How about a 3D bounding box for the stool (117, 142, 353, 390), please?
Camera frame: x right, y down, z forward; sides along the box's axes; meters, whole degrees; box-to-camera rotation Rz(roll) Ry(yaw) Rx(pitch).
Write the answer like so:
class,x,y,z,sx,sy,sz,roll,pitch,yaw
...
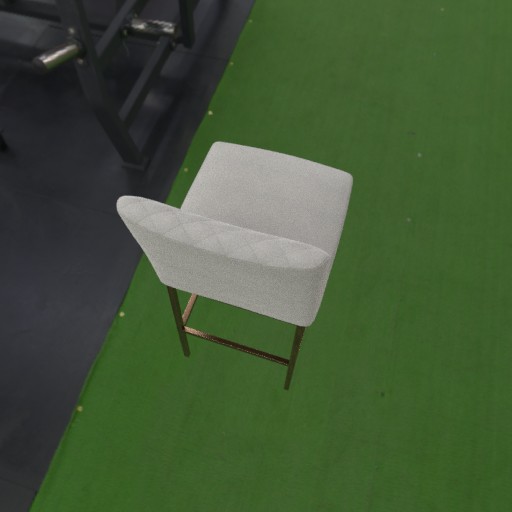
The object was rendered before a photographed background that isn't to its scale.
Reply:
class,x,y,z,sx,sy,sz,roll,pitch,yaw
stool,0.000,0.000,1.387,0.462,1.084,0.546,16,64,8
